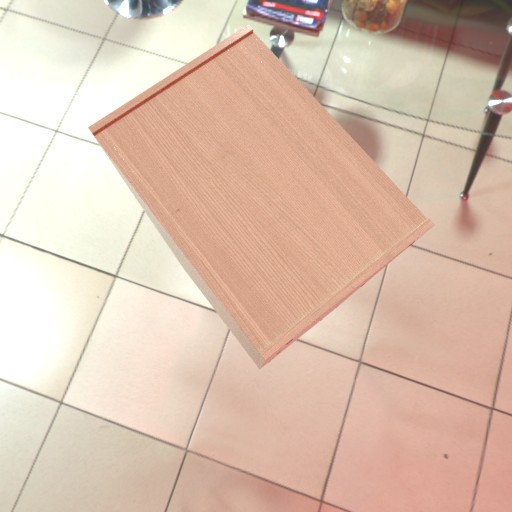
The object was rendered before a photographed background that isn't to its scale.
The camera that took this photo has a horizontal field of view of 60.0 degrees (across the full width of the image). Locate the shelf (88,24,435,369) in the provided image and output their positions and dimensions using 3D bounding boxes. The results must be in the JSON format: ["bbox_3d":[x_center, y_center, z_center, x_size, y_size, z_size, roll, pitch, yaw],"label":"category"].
[{"bbox_3d":[0.000,0.000,1.043,0.292,0.876,0.417,-37,78,-9],"label":"shelf"}]
